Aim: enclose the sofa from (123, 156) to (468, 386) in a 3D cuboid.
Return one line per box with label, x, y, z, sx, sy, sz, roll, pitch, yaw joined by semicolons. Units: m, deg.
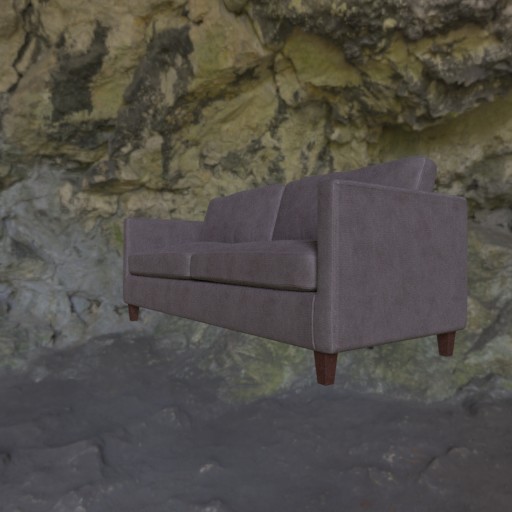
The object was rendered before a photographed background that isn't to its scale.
sofa;0.000;0.000;2.728;0.951;0.965;2.208;0;0;-36
